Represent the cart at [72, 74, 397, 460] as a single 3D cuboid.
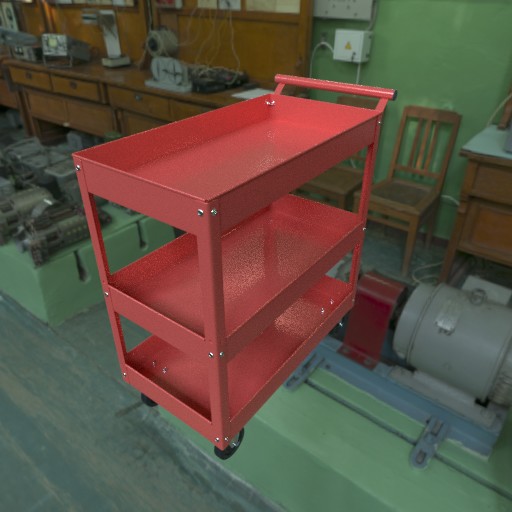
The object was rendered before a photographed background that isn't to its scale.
[{"bbox_3d":[0.000,0.000,1.184,0.366,0.780,0.719,22,38,31],"label":"cart"}]
